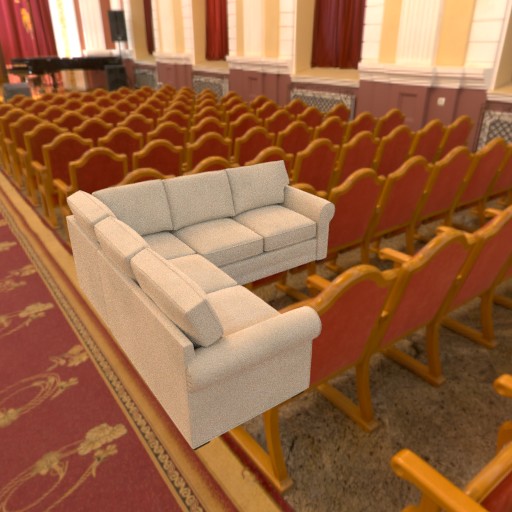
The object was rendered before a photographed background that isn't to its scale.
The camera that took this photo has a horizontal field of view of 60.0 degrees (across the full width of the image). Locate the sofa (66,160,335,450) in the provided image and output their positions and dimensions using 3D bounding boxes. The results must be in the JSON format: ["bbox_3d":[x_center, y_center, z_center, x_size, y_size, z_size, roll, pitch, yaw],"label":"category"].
[{"bbox_3d":[0.000,0.000,3.958,2.569,1.054,2.487,-17,31,-31],"label":"sofa"}]
